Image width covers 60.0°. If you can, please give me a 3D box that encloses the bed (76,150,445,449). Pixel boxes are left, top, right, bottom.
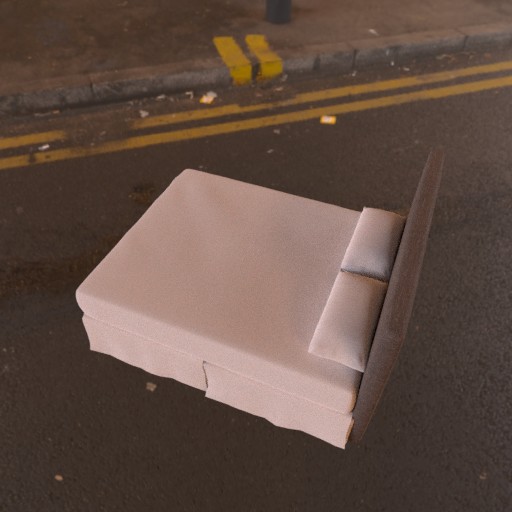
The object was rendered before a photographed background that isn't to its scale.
[{"bbox_3d":[0.000,0.000,3.240,2.142,1.330,1.723,17,49,16],"label":"bed"}]
